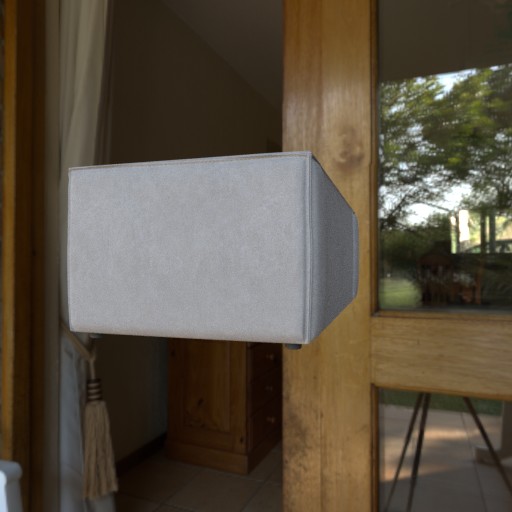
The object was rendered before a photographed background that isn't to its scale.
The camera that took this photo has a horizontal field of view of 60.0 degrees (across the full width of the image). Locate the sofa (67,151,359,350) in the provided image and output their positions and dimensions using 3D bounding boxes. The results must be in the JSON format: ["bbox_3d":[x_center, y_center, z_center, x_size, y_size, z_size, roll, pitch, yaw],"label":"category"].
[{"bbox_3d":[0.000,0.000,2.532,1.038,0.680,1.995,0,-1,17],"label":"sofa"}]
